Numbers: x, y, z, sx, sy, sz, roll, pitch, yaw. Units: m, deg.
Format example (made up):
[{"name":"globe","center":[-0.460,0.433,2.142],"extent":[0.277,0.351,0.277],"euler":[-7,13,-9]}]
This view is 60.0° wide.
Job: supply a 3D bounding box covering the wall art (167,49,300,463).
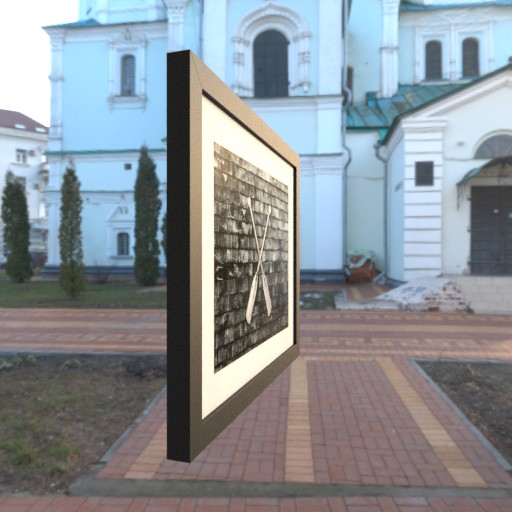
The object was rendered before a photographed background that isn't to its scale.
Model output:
[{"name":"wall art","center":[0.000,0.000,0.758],"extent":[0.029,0.457,0.558],"euler":[0,0,18]}]
